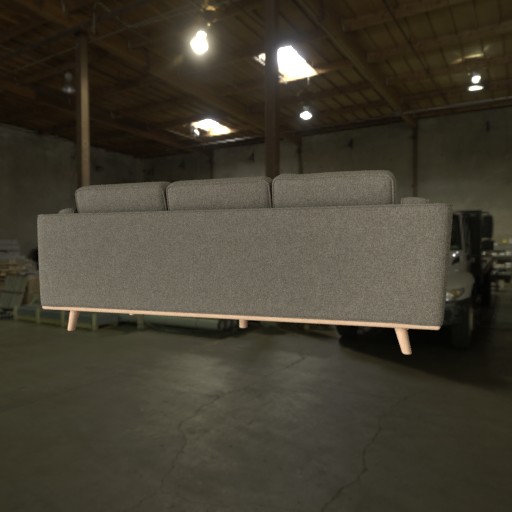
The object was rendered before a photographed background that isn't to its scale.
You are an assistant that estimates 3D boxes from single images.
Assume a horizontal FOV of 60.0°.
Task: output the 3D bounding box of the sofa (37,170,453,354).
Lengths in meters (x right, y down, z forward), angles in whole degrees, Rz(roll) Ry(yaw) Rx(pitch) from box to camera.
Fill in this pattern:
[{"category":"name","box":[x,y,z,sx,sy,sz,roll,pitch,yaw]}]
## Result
[{"category":"sofa","box":[0.000,0.000,3.137,2.411,0.929,1.604,0,1,18]}]
